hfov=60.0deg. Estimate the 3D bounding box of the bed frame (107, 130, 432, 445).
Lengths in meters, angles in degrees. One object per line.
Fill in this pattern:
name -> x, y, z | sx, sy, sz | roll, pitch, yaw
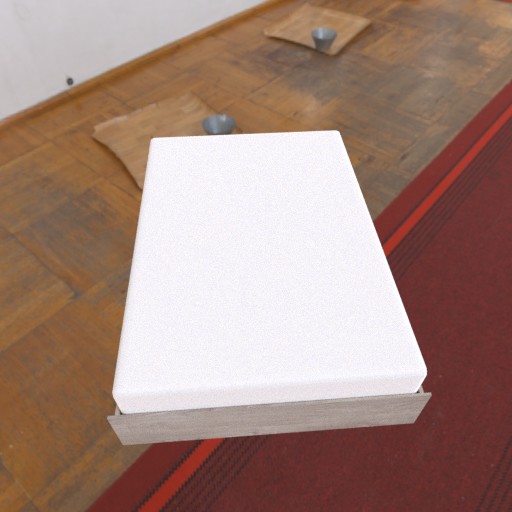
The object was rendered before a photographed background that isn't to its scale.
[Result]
bed frame -> 0.000, 0.000, 2.670 | 1.445, 0.497, 1.945 | -3, 48, -3
